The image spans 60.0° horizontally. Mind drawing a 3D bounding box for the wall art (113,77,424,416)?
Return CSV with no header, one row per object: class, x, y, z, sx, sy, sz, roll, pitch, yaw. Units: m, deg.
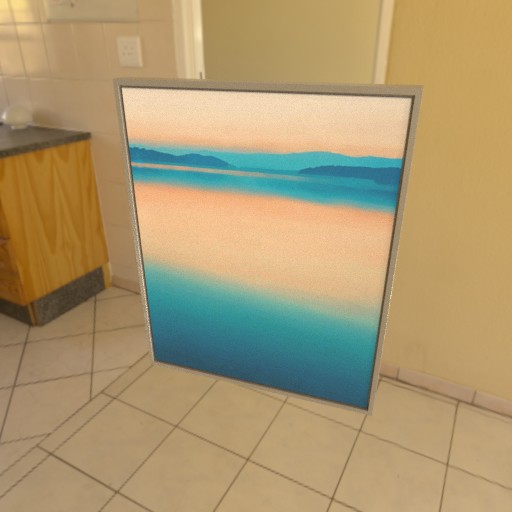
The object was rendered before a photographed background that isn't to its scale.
wall art,0.000,0.000,0.755,0.453,0.554,0.037,8,27,16
